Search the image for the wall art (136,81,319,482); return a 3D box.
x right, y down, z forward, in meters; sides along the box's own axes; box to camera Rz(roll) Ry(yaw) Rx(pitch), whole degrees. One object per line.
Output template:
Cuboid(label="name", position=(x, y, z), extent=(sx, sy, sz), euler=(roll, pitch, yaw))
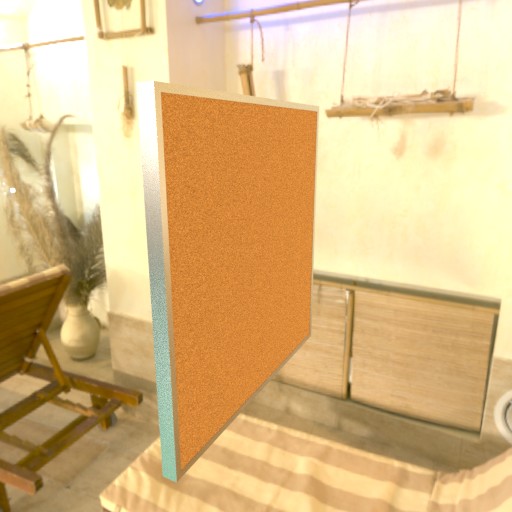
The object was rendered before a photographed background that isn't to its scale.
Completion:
Cuboid(label="wall art", position=(0.000, 0.000, 1.197), extent=(0.038, 0.806, 0.806), euler=(8, 17, 27))
